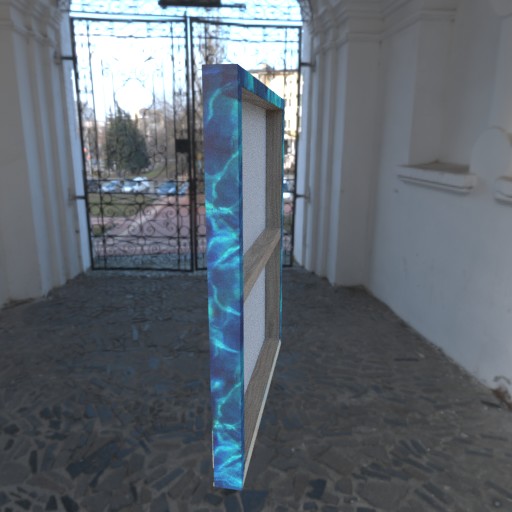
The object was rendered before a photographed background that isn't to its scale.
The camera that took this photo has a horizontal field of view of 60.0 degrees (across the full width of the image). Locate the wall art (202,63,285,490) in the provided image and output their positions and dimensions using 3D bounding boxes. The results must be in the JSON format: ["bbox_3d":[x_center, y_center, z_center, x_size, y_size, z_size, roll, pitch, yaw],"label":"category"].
[{"bbox_3d":[0.000,0.000,0.712,0.038,0.508,0.432,3,15,9],"label":"wall art"}]
